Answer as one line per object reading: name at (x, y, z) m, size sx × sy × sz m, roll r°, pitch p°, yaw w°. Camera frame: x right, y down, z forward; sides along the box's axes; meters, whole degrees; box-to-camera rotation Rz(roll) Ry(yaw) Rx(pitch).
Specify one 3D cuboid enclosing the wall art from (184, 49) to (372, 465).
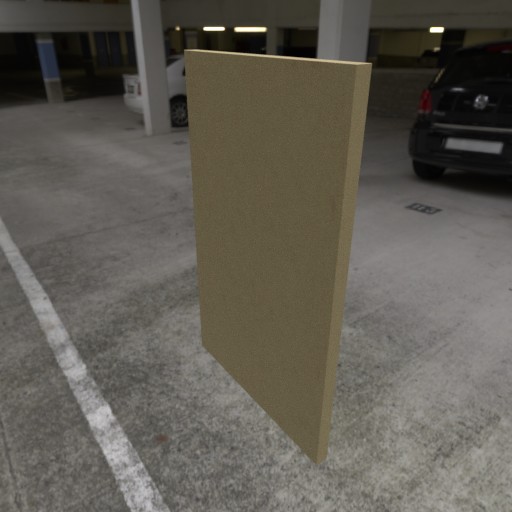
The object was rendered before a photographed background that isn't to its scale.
wall art at (0.000, 0.000, 0.981) m, size 0.039 × 0.810 × 0.510 m, roll -18°, pitch 33°, yaw -31°
